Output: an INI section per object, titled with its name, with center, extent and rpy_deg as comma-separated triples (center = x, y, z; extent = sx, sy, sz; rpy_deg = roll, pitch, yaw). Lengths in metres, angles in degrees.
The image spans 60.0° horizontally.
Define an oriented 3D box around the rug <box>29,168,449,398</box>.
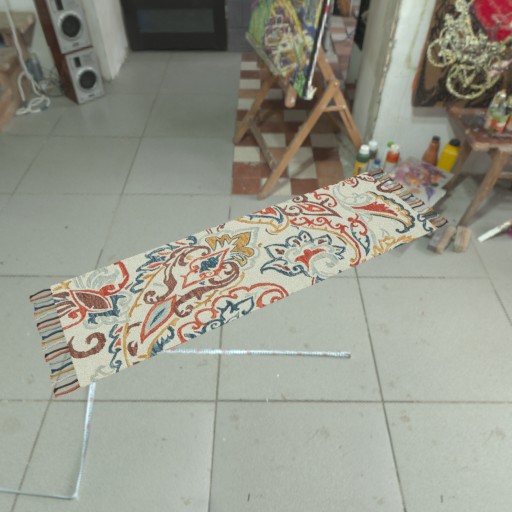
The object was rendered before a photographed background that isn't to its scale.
[rug]
center = 0.000, 0.000, 2.867
extent = 2.682, 0.015, 0.763
rpy_deg = -22, 50, -20
